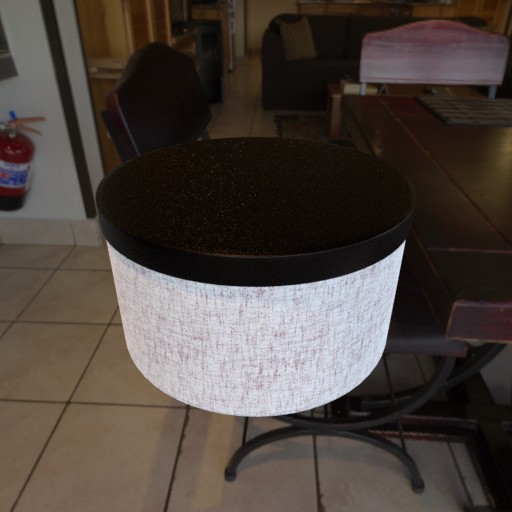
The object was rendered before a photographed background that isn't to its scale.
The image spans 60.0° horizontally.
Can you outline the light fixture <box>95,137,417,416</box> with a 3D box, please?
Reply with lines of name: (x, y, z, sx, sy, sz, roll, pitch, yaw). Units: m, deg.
light fixture: (0.000, 0.000, 0.619, 0.389, 0.229, 0.389, 0, 30, 0)
